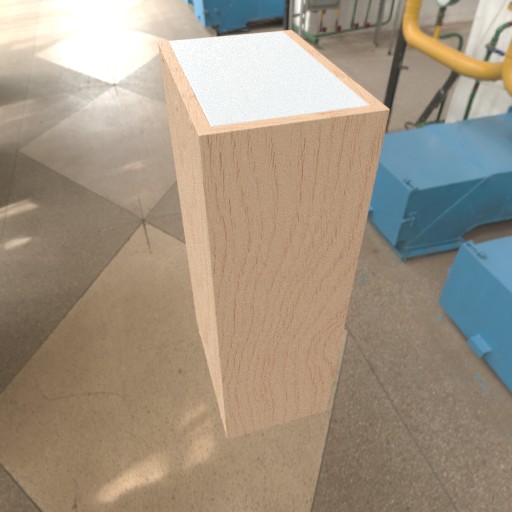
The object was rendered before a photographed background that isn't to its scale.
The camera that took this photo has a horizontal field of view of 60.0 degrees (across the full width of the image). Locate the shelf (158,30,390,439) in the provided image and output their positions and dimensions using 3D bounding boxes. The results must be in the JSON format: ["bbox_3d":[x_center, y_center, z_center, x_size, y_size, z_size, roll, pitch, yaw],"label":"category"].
[{"bbox_3d":[0.000,0.000,0.733,0.200,0.600,0.290,-11,43,-12],"label":"shelf"}]
